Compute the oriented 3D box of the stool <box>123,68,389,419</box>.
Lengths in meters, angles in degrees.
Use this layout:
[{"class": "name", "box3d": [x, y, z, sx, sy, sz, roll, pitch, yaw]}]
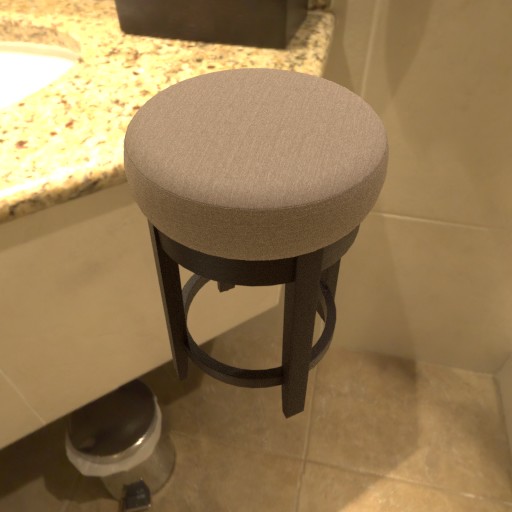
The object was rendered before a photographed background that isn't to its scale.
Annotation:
[{"class": "stool", "box3d": [0.000, 0.000, 0.949, 0.443, 0.672, 0.443, 0, 46, 0]}]
